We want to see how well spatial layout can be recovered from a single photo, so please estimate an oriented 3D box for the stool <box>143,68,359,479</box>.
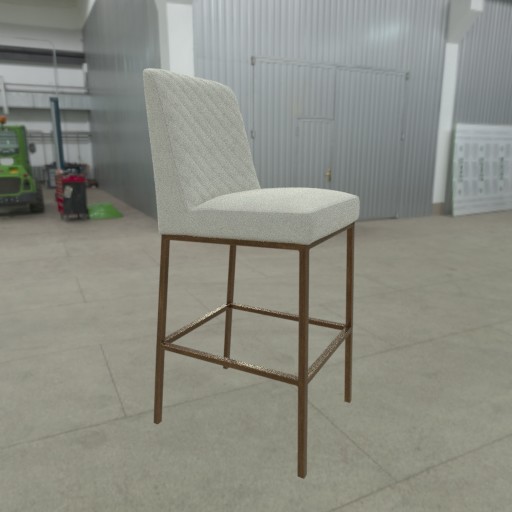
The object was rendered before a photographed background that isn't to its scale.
[{"bbox_3d":[0.000,0.000,1.377,0.546,1.084,0.462,7,16,28],"label":"stool"}]
